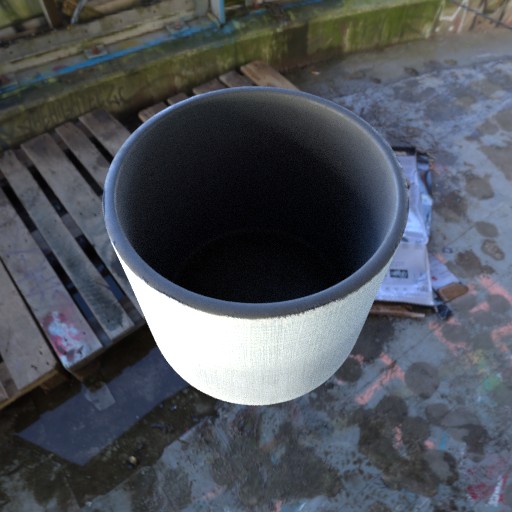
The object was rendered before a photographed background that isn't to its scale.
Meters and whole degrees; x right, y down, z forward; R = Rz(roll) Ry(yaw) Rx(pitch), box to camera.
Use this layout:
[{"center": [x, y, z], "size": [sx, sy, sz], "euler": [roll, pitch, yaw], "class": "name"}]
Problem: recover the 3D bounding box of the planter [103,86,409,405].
[{"center": [0.000, 0.000, 0.400], "size": [0.221, 0.201, 0.221], "euler": [0, 57, 0], "class": "planter"}]
